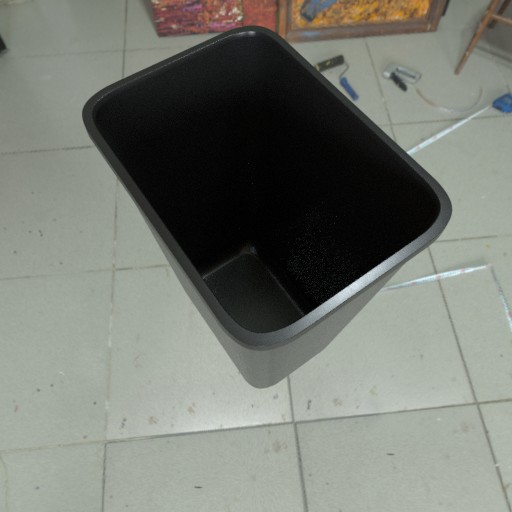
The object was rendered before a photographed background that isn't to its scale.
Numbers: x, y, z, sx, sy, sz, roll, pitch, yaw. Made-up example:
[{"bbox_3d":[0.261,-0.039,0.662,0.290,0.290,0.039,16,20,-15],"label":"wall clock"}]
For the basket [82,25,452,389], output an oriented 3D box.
[{"bbox_3d":[0.000,0.000,0.739,0.287,0.521,0.394,-32,68,-15],"label":"basket"}]
